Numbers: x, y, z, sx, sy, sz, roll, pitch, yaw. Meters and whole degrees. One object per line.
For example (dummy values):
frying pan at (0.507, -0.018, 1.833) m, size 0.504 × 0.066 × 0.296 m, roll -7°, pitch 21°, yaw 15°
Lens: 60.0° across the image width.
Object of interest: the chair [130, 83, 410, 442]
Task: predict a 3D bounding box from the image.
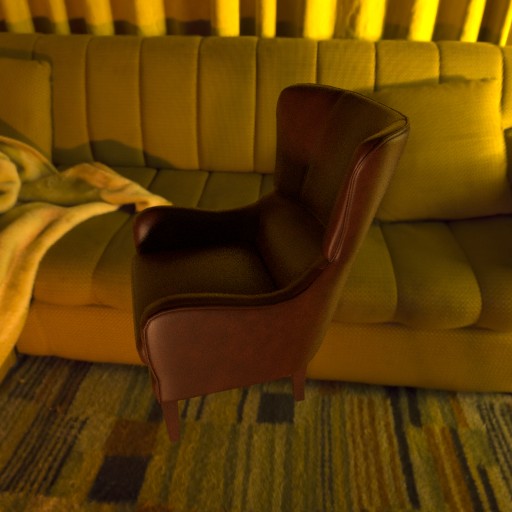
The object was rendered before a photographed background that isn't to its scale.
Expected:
chair at (0.000, 0.000, 1.617) m, size 0.914 × 1.048 × 0.692 m, roll -8°, pitch 34°, yaw -13°
